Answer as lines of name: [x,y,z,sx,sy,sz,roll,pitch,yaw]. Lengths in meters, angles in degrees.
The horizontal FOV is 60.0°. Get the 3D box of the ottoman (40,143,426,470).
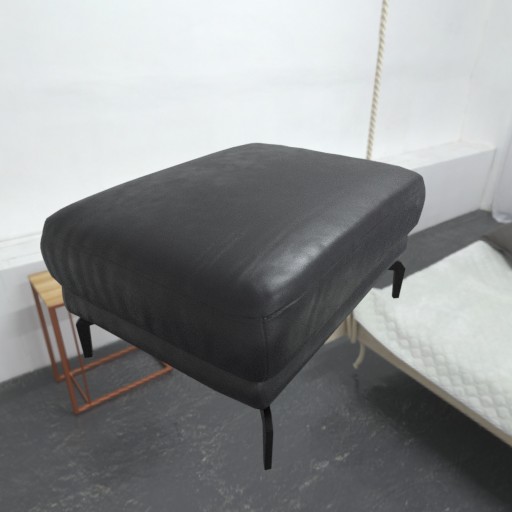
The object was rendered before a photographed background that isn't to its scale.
ottoman: [0.000,0.000,1.061,0.570,0.402,0.764,18,33,30]
